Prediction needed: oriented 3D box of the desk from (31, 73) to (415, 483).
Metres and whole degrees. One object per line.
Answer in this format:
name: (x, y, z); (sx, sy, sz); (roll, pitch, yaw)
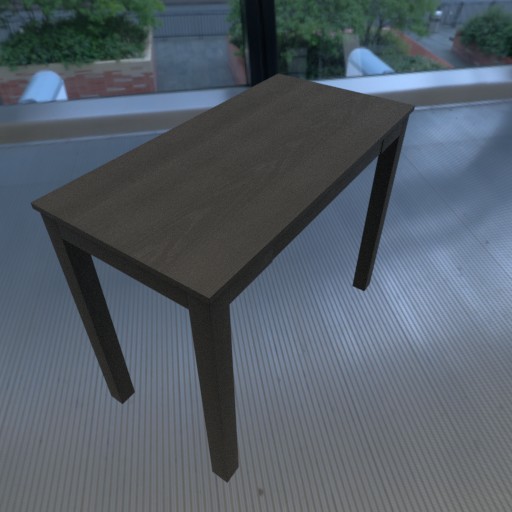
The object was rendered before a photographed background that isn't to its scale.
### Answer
desk: (0.000, 0.000, 1.407); (0.499, 0.762, 0.991); (24, 47, 26)
